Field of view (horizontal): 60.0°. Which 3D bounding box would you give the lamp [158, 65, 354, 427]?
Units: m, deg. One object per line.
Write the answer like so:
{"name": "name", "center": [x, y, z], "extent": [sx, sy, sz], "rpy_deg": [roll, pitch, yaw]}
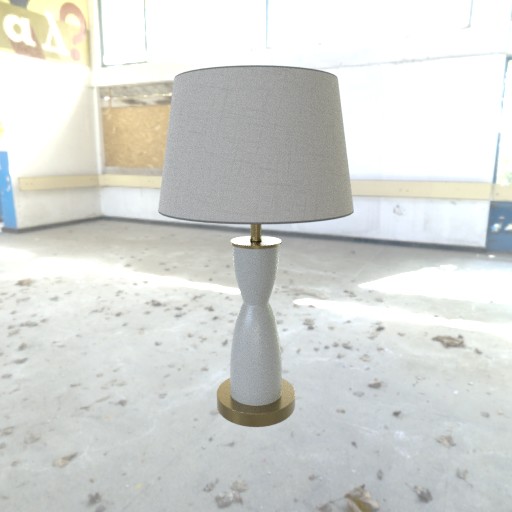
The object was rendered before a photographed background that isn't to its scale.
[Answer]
{"name": "lamp", "center": [0.000, 0.000, 0.733], "extent": [0.309, 0.545, 0.309], "rpy_deg": [0, 13, 0]}
